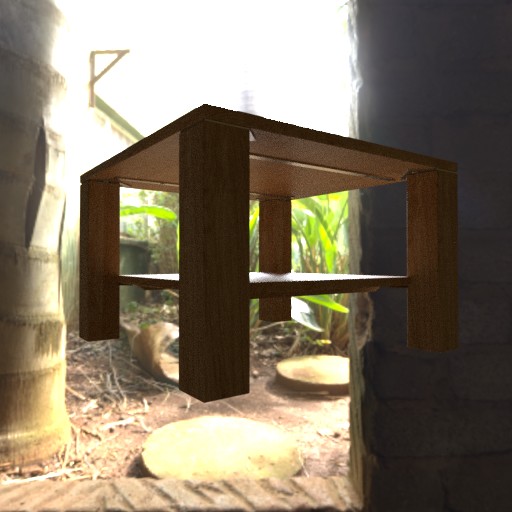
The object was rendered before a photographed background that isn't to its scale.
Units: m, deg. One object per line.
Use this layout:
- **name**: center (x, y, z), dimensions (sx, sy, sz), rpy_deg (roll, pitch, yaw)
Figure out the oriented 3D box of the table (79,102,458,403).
- **table**: center (0.000, 0.000, 1.149), dimensions (0.700, 0.450, 0.700), rpy_deg (0, -1, -36)
